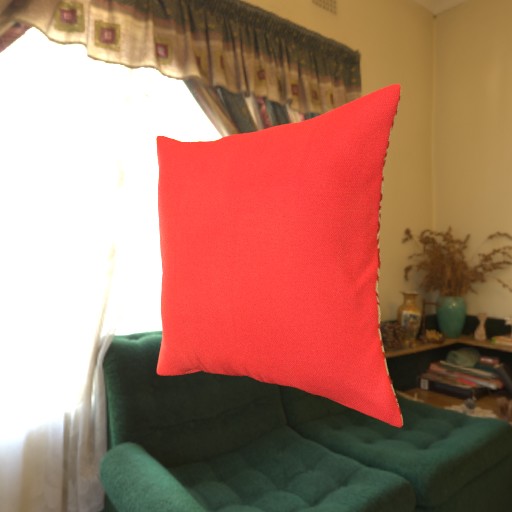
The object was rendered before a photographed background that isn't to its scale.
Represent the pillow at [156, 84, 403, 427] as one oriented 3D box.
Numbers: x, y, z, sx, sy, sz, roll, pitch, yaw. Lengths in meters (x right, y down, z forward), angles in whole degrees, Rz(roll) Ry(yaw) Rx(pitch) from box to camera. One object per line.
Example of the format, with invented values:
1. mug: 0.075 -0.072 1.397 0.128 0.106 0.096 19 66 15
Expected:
1. pillow: 0.000 0.000 0.792 0.522 0.507 0.192 1 1 36
